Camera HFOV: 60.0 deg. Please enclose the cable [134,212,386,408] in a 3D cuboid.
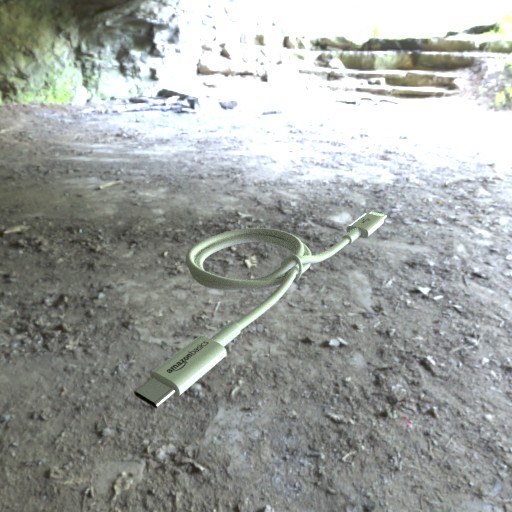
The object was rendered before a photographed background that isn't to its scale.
[{"bbox_3d":[0.000,0.000,0.232,0.070,0.014,0.203,17,32,31],"label":"cable"}]
